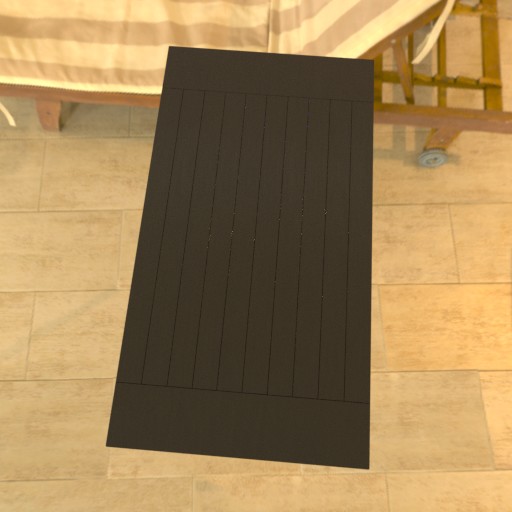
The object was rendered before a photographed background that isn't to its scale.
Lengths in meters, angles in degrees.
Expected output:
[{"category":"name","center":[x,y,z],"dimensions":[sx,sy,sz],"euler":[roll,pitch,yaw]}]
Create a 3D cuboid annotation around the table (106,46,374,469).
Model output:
[{"category":"table","center":[0.000,0.000,1.354],"dimensions":[0.600,0.494,1.062],"euler":[4,75,1]}]
